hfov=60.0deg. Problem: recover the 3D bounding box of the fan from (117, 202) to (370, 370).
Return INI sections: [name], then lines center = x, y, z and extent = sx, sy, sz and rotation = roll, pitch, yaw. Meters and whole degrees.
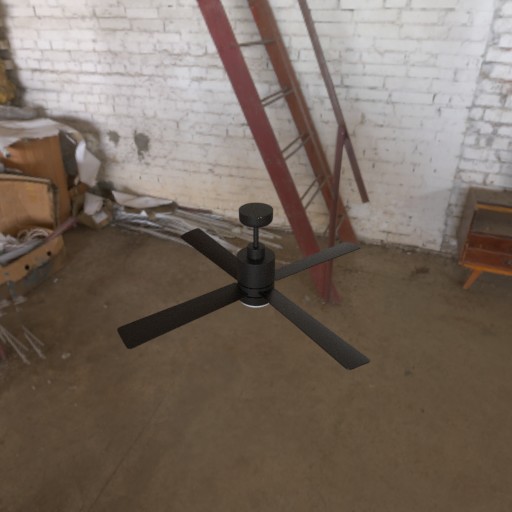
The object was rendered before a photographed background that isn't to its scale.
[fan]
center = 0.000, 0.000, 2.328
extent = 1.525, 0.534, 1.525
rotation = -20, 36, -30
